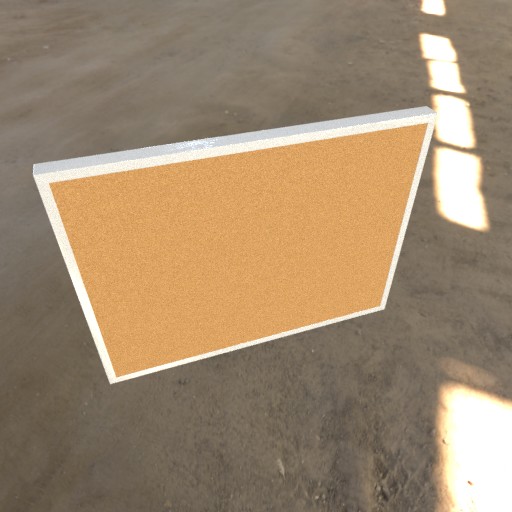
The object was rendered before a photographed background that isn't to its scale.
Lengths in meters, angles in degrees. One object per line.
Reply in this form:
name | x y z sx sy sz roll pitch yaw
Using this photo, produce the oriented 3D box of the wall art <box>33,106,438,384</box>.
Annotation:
wall art | 0.000 0.000 1.364 1.041 0.787 0.053 -12 42 -14
